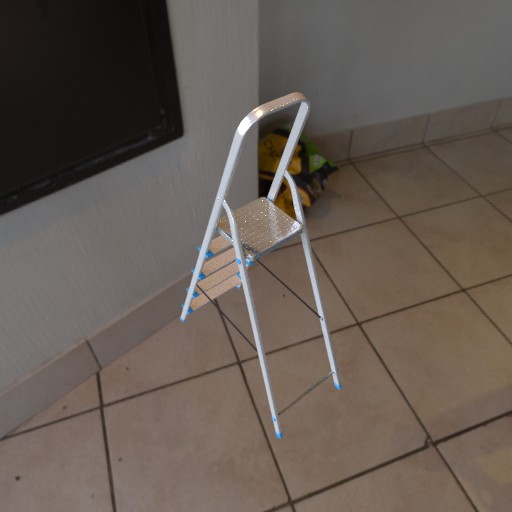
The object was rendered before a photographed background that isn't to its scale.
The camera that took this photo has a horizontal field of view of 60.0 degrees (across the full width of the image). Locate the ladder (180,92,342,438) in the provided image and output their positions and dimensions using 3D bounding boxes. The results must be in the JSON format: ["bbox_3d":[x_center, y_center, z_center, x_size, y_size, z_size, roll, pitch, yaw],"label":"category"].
[{"bbox_3d":[0.000,0.000,2.094,0.468,1.648,0.990,-30,53,-26],"label":"ladder"}]
